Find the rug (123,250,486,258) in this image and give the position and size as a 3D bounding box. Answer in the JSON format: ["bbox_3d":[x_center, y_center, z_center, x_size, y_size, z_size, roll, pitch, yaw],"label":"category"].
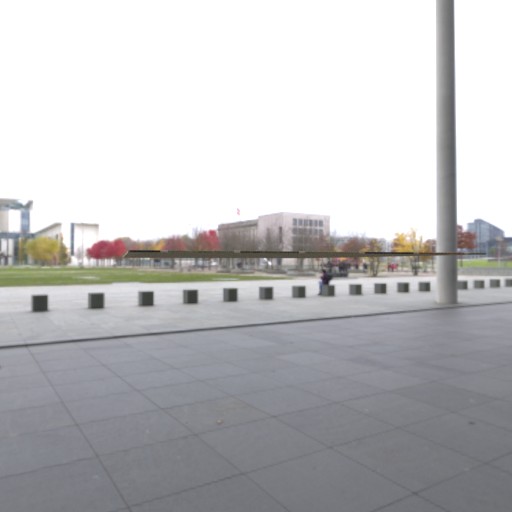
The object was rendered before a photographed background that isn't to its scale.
[{"bbox_3d":[0.000,0.000,4.291,2.439,0.013,3.200,0,-1,-17],"label":"rug"}]
